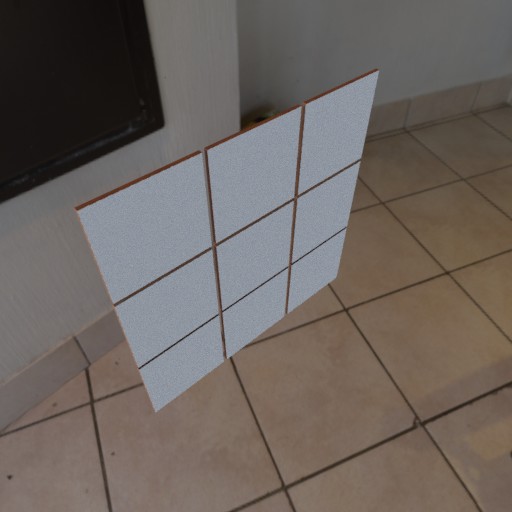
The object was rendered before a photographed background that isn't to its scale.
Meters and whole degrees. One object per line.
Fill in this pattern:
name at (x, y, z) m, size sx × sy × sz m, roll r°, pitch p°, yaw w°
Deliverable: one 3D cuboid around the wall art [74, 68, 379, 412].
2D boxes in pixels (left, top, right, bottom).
wall art at (0.000, 0.000, 1.898) m, size 1.256 × 1.246 × 0.017 m, roll -33°, pitch 55°, yaw -27°
